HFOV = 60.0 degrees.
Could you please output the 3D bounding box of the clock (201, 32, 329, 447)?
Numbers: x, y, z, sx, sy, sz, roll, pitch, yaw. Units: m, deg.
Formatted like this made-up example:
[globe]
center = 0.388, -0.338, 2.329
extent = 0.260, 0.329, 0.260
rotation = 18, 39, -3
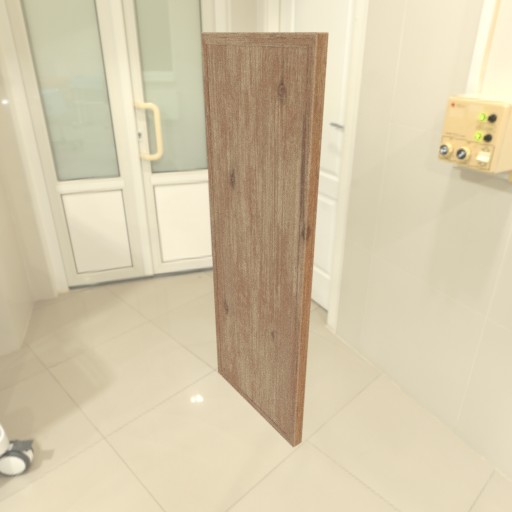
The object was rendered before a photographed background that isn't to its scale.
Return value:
[clock]
center = 0.000, 0.000, 1.071
extent = 0.030, 0.965, 0.361
rotation = -19, 32, -33
